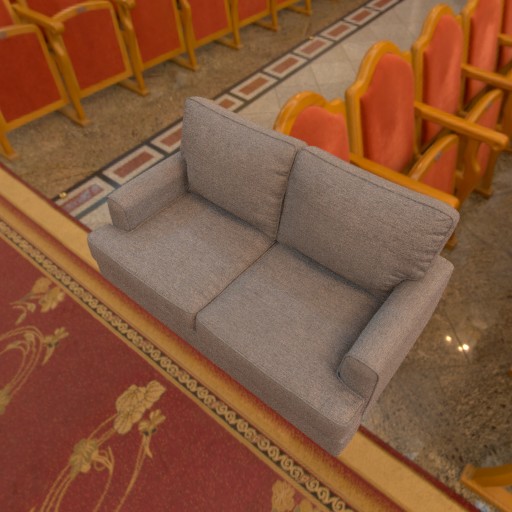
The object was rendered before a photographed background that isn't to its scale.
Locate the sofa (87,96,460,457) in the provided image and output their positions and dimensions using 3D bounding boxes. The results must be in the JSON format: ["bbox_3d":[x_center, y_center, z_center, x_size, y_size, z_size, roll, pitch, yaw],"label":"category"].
[{"bbox_3d":[0.000,0.000,2.228,1.651,0.965,0.965,31,55,25],"label":"sofa"}]
